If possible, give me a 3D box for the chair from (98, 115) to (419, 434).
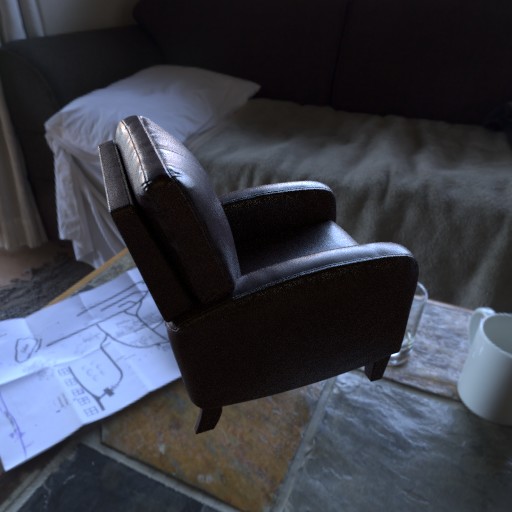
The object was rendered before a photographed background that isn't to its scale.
[{"bbox_3d":[0.000,0.000,1.697,0.990,0.990,0.762,-11,33,-17],"label":"chair"}]
